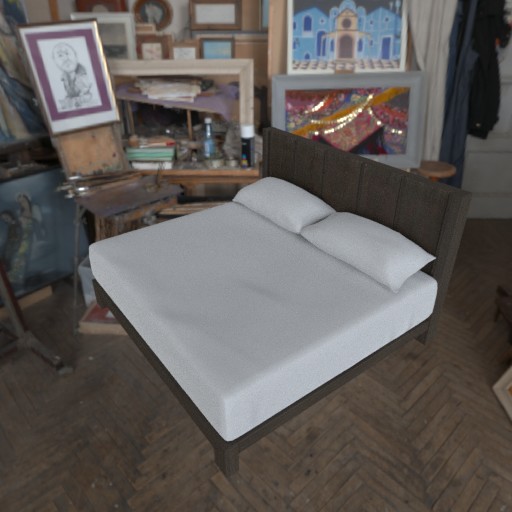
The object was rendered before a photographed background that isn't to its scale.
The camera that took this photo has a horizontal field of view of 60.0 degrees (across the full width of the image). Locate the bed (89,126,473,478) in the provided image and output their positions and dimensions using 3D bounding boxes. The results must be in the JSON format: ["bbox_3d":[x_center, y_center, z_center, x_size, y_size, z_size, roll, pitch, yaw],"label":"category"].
[{"bbox_3d":[0.000,0.000,3.484,2.012,1.270,2.134,-21,37,-31],"label":"bed"}]
